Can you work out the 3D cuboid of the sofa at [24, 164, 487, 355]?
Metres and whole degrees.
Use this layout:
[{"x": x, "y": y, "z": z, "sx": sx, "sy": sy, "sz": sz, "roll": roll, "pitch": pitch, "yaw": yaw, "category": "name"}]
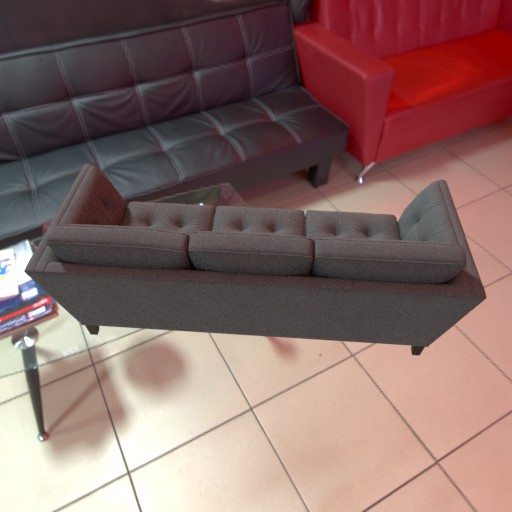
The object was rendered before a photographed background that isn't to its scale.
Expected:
[{"x": 0.000, "y": 0.000, "z": 2.814, "sx": 2.387, "sy": 0.940, "sz": 0.965, "roll": 3, "pitch": 47, "yaw": 3, "category": "sofa"}]
